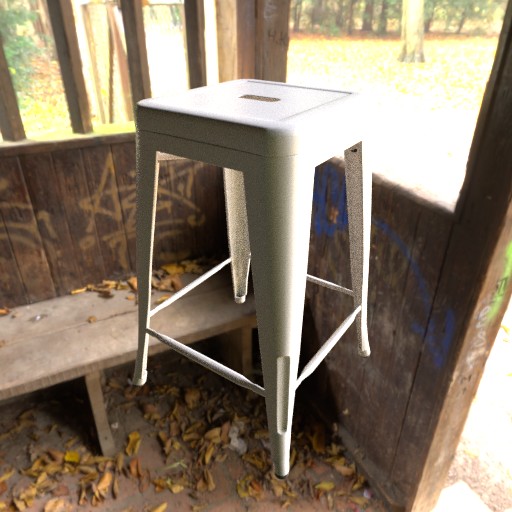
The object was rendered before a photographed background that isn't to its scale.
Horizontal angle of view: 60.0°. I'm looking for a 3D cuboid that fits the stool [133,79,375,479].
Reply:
[{"bbox_3d":[0.000,0.000,0.886,0.406,0.610,0.406,19,36,30],"label":"stool"}]
